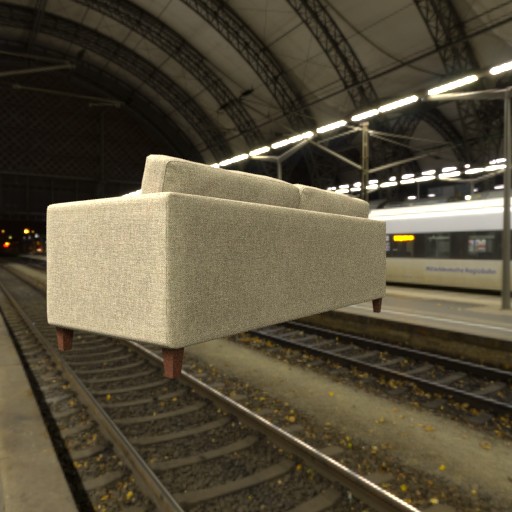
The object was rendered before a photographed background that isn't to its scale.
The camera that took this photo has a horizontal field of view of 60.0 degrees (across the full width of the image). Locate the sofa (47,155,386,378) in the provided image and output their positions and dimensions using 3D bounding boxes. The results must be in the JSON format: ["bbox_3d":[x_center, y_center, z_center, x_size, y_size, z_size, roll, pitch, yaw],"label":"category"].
[{"bbox_3d":[0.000,0.000,2.973,0.948,0.951,2.434,1,1,36],"label":"sofa"}]
